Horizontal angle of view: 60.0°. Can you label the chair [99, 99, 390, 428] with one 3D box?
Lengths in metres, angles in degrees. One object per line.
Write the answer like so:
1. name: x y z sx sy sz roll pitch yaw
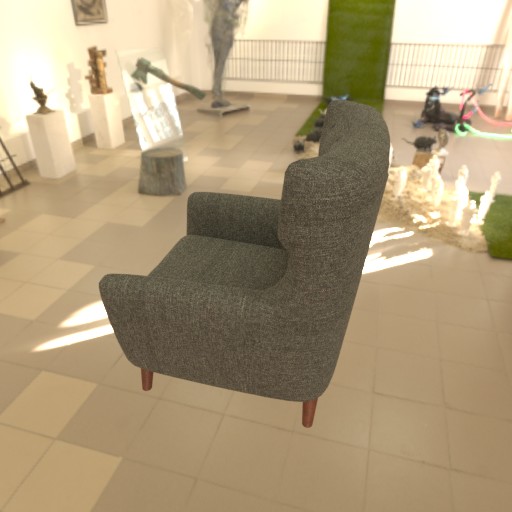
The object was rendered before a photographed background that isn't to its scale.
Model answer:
1. chair: 0.000 0.000 1.748 0.904 1.063 0.878 8 31 13
